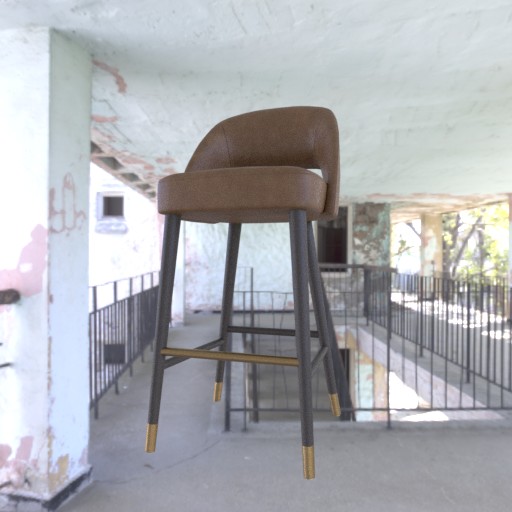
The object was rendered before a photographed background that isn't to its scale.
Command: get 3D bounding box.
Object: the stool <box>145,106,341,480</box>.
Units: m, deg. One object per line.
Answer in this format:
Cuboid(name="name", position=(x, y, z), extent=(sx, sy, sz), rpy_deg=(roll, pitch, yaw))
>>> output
Cuboid(name="stool", position=(0.000, 0.000, 1.331), extent=(0.494, 1.037, 0.509), rpy_deg=(0, 0, 19))
